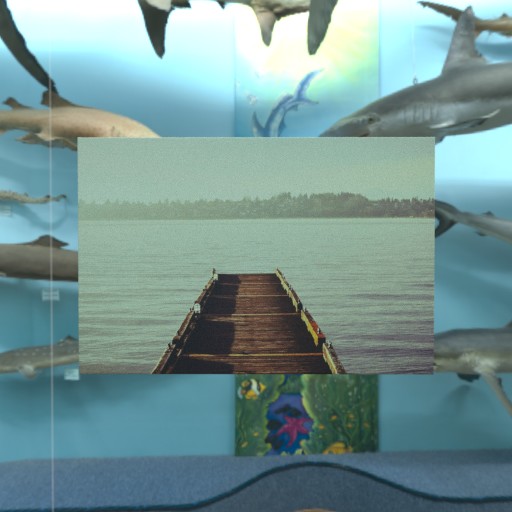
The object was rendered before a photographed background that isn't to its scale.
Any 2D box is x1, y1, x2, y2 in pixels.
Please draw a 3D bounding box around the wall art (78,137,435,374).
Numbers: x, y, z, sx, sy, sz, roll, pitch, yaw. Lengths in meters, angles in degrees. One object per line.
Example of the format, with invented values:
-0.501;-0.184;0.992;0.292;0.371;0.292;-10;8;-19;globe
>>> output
0.000;0.000;1.448;1.149;0.765;0.040;0;1;0;wall art
